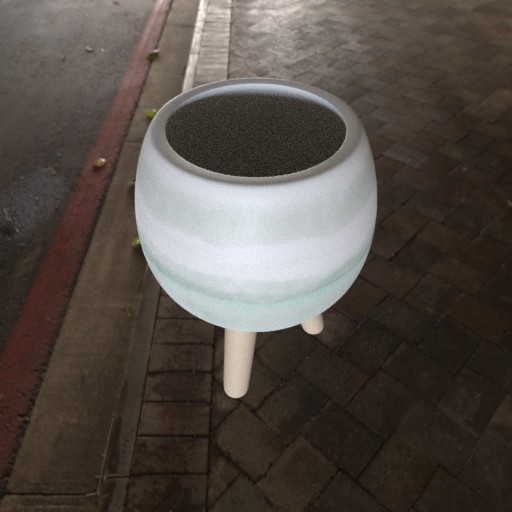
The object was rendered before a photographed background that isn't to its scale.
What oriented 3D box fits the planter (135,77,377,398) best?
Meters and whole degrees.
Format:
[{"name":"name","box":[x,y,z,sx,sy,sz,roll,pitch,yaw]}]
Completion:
[{"name":"planter","box":[0.000,0.000,0.339,0.161,0.224,0.161,0,46,0]}]
